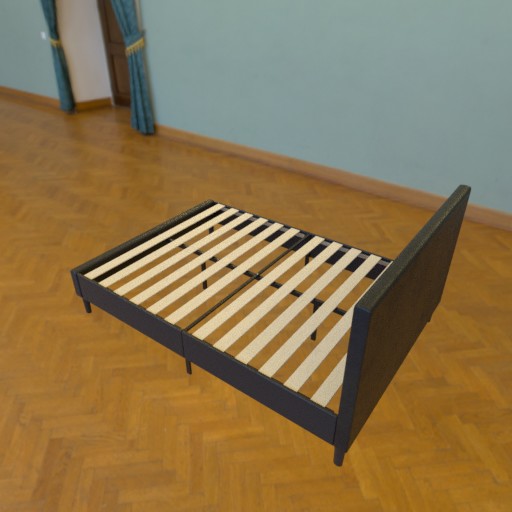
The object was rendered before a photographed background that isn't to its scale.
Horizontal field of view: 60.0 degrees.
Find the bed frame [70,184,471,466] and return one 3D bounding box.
[{"bbox_3d":[0.000,0.000,2.979,2.152,1.046,1.469,21,38,30],"label":"bed frame"}]
